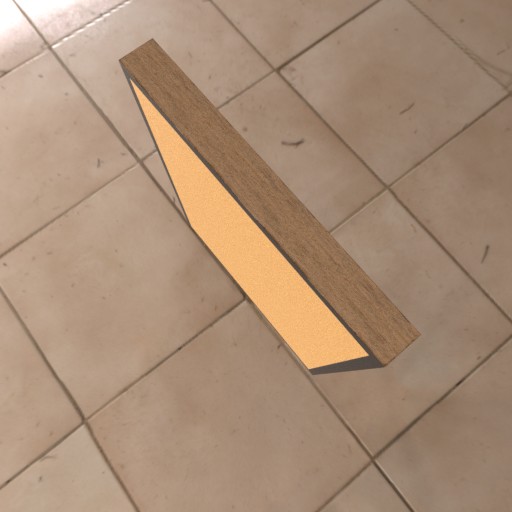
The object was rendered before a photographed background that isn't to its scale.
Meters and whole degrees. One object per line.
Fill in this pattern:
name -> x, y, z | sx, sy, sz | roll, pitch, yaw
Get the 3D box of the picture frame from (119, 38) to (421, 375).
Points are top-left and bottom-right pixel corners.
picture frame -> 0.000, 0.000, 0.698 | 0.046, 0.526, 0.421 | -38, 78, -10
